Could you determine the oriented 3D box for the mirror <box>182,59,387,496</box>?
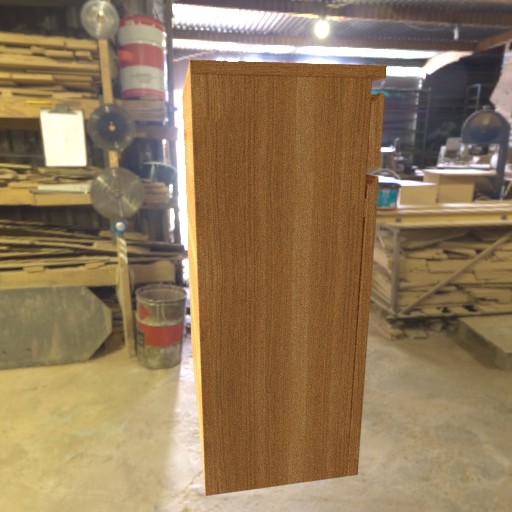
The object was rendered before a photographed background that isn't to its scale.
[{"bbox_3d":[0.000,0.000,1.379,0.400,1.000,0.800,-3,15,-10],"label":"mirror"}]
